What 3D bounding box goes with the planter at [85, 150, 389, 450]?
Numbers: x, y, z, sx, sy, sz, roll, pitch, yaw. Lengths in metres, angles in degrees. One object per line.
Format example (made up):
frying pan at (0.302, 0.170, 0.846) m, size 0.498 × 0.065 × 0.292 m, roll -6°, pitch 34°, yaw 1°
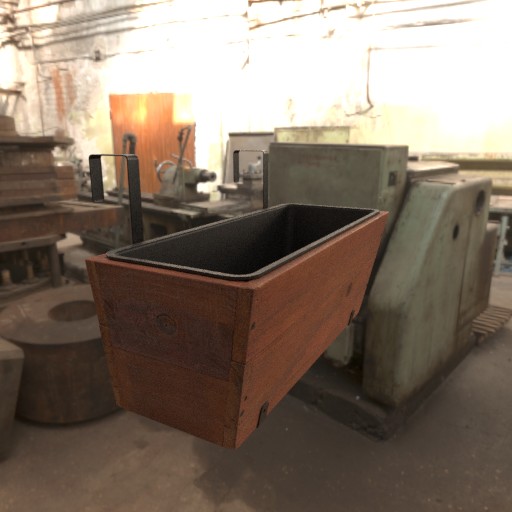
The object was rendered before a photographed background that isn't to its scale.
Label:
planter at (0.000, 0.000, 0.637) m, size 0.262 × 0.289 × 0.480 m, roll 8°, pitch 16°, yaw 28°
